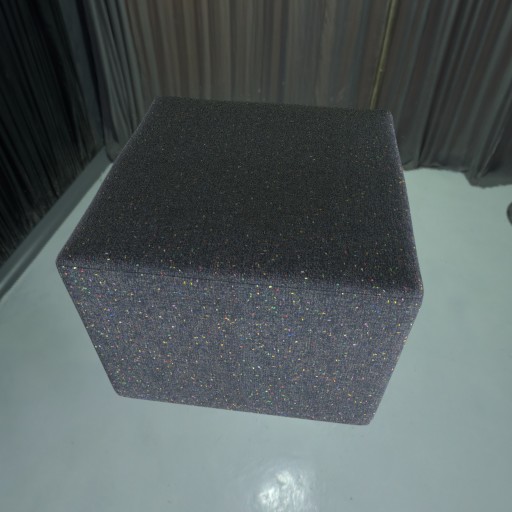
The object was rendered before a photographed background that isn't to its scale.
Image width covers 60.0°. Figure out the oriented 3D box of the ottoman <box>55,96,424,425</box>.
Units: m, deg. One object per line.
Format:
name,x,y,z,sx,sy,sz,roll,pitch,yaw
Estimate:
ottoman,0.000,0.000,0.883,0.508,0.432,0.508,5,45,5
